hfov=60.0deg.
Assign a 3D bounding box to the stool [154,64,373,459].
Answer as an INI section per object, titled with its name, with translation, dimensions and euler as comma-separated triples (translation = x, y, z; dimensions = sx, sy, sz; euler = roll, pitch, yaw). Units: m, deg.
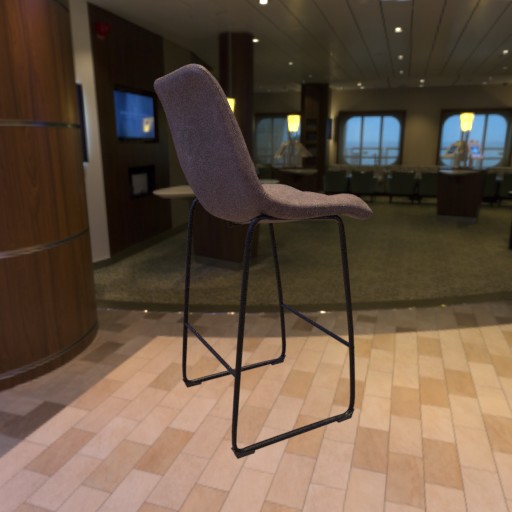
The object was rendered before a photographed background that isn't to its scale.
[stool]
translation = 0.000, 0.000, 1.441
dimensions = 0.561, 1.082, 0.514
euler = -8, 16, -27
